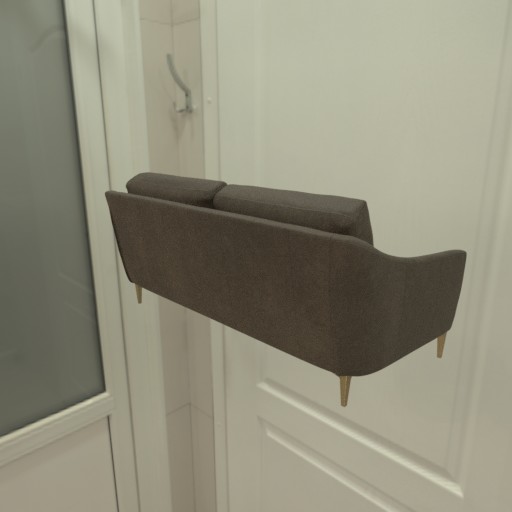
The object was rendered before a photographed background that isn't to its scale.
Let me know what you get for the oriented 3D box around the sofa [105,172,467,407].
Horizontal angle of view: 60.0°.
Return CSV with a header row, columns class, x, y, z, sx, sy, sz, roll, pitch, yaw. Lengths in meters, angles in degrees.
class,x,y,z,sx,sy,sz,roll,pitch,yaw
sofa,0.000,0.000,2.593,2.036,0.902,0.960,15,22,43
